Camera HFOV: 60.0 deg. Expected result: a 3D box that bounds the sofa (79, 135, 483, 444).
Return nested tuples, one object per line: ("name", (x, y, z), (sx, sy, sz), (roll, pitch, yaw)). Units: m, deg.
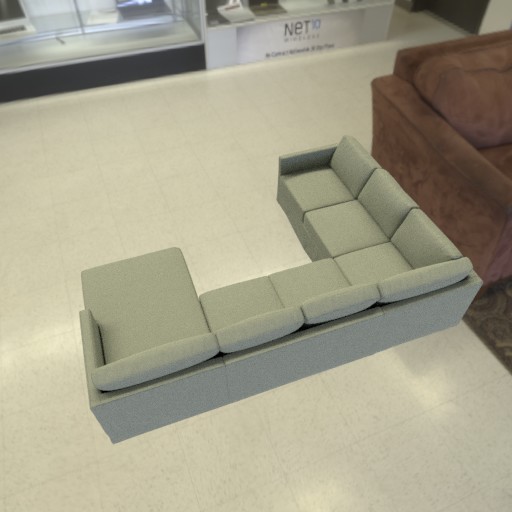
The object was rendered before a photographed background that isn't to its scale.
("sofa", (0.000, 0.000, 4.496), (3.460, 0.882, 2.427), (-15, 49, -13))
